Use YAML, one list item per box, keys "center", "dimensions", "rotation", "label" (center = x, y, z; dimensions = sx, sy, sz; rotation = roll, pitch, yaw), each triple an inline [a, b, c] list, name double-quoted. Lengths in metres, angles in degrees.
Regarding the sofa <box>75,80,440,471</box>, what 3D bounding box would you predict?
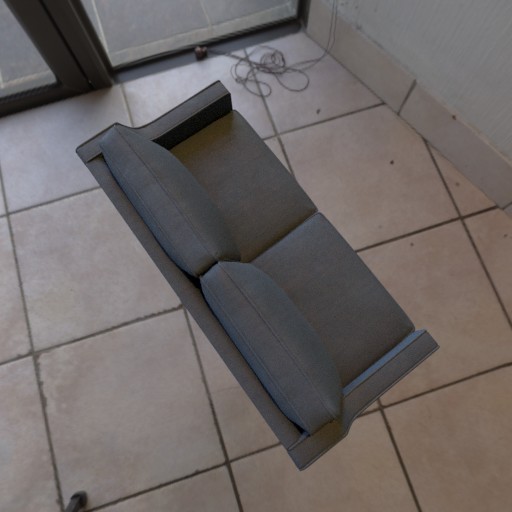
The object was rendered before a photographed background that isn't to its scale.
- center: [0.000, 0.000, 2.816]
  dimensions: [1.066, 1.071, 2.178]
  rotation: [-36, 78, -8]
  label: "sofa"
